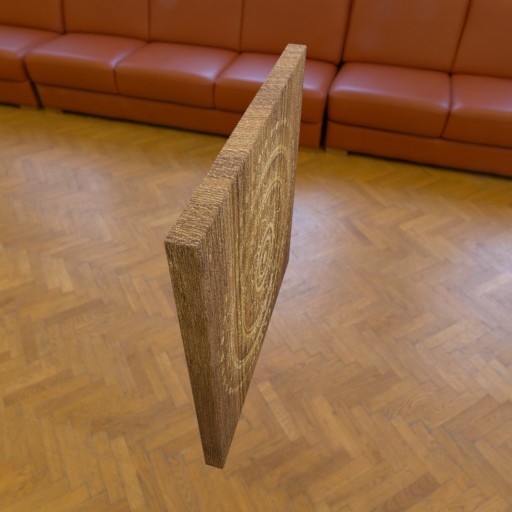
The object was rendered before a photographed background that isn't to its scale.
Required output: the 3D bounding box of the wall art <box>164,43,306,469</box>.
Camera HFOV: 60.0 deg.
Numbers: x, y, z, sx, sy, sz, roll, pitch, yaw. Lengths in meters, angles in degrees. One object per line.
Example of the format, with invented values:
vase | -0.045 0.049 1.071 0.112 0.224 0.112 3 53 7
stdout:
wall art | 0.000 0.000 0.880 0.042 0.608 0.611 11 46 11
